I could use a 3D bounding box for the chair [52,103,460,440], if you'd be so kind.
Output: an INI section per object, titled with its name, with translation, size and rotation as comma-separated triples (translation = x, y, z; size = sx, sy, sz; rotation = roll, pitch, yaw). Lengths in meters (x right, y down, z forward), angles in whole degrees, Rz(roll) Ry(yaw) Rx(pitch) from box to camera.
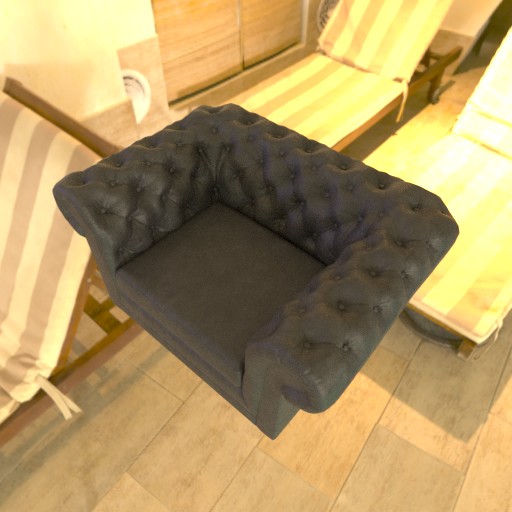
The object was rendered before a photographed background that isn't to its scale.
[chair]
translation = 0.000, 0.000, 1.859
size = 1.298, 0.780, 0.943
rotation = 33, 55, 26
